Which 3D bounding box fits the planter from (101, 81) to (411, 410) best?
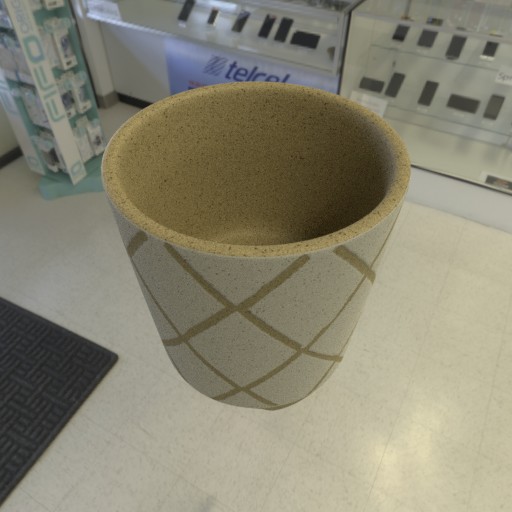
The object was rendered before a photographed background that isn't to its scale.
[{"bbox_3d":[0.000,0.000,0.417,0.228,0.235,0.228,0,46,0],"label":"planter"}]
